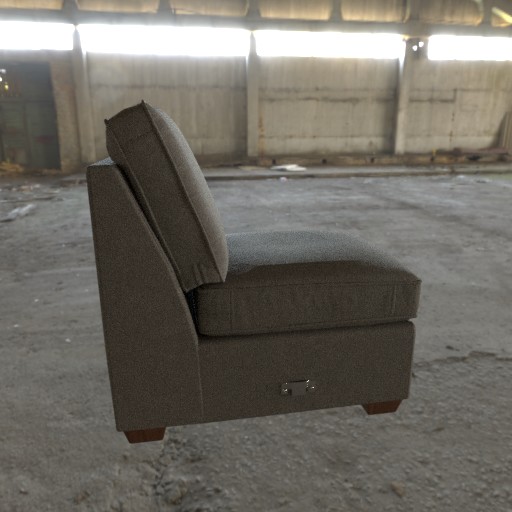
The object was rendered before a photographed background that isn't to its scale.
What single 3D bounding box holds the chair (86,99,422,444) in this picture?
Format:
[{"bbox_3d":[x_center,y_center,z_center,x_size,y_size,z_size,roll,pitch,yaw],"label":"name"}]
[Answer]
[{"bbox_3d":[0.000,0.000,1.509,0.938,0.970,0.621,-3,16,-10],"label":"chair"}]
